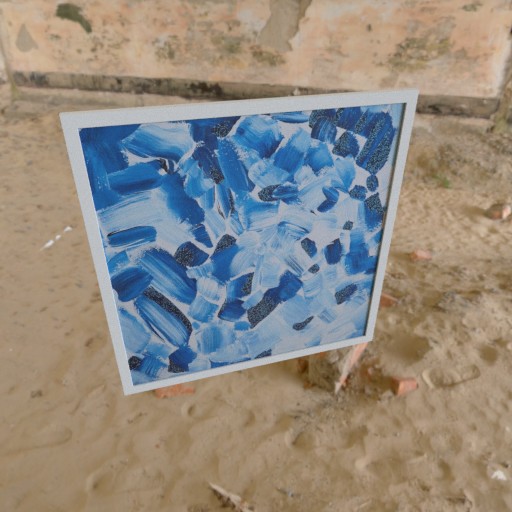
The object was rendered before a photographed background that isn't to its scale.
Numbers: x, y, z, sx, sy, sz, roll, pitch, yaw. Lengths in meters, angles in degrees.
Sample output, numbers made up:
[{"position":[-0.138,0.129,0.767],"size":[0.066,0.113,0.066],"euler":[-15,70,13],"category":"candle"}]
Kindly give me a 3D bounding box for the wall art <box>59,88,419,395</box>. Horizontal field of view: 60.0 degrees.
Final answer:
[{"position":[0.000,0.000,0.671],"size":[0.457,0.457,0.012],"euler":[-9,33,-14],"category":"wall art"}]
